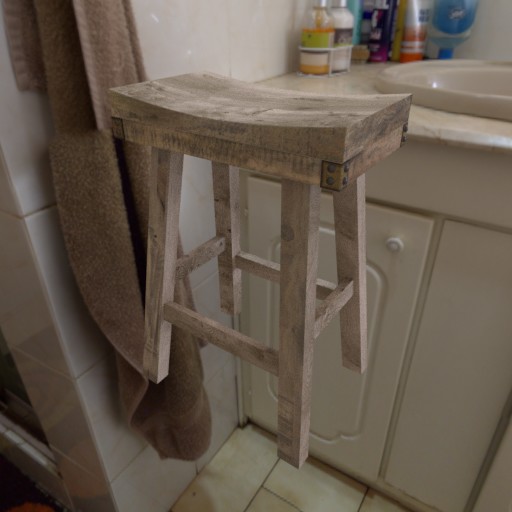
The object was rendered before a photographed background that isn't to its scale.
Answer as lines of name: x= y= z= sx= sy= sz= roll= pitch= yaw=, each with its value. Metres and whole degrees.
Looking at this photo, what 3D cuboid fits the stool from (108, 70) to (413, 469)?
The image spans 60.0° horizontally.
stool: x=0.000 y=0.000 z=0.896 sx=0.450 sy=0.635 sz=0.330 roll=19 pitch=36 yaw=29
